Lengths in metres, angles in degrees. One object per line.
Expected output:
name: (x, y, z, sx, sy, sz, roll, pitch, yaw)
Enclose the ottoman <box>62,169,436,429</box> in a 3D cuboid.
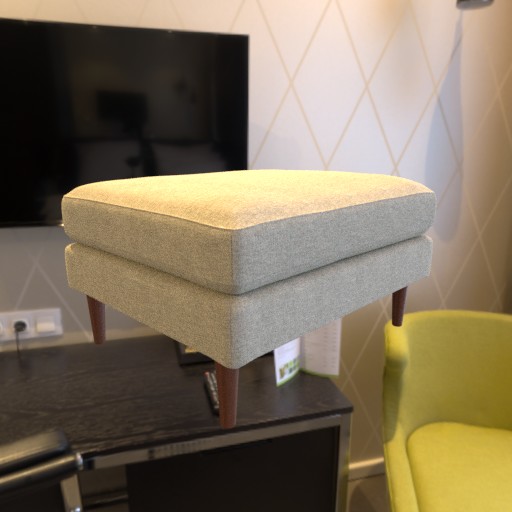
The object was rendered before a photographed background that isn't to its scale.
ottoman: (0.000, 0.000, 1.269, 0.693, 0.474, 0.821, 14, 20, 43)
